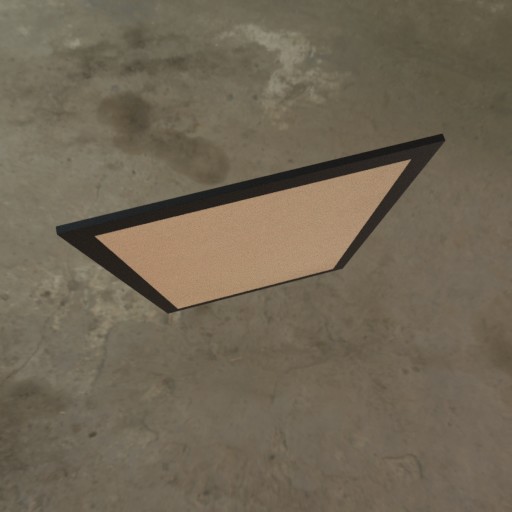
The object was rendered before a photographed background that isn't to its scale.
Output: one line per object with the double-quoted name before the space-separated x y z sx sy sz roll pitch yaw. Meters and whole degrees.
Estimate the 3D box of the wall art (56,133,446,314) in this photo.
"wall art" 0.000 0.000 0.674 0.379 0.530 0.008 -14 75 -4
